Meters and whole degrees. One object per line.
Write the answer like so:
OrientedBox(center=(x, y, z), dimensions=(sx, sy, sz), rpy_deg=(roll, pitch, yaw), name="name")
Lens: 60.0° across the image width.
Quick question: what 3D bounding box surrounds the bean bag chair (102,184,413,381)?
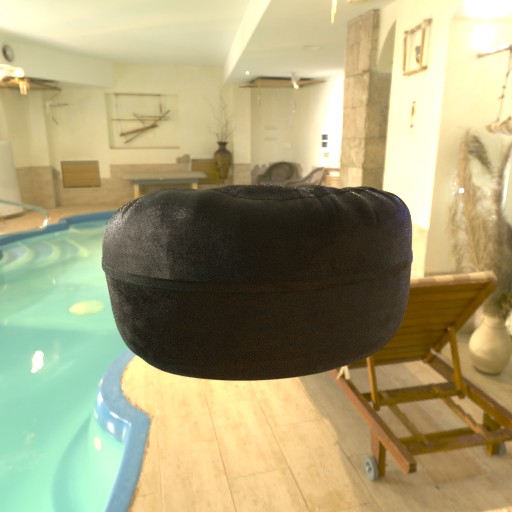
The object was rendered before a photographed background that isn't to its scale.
OrientedBox(center=(0.000, 0.000, 2.413), dimensions=(1.524, 0.878, 1.524), rpy_deg=(-2, 15, -9), name="bean bag chair")
